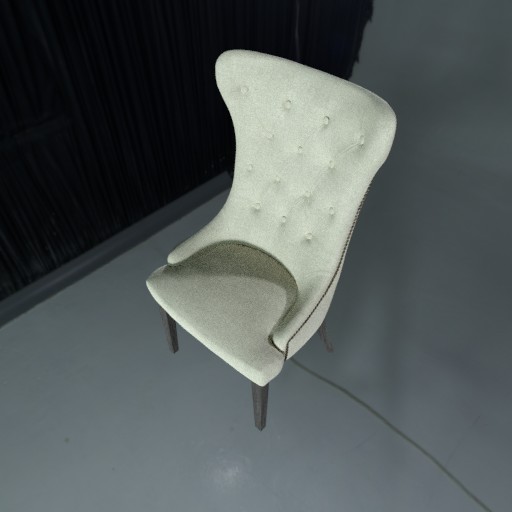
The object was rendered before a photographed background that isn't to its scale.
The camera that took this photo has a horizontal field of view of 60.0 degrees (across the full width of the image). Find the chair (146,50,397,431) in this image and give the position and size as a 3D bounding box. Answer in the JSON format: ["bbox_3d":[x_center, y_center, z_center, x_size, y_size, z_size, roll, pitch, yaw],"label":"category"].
[{"bbox_3d":[0.000,0.000,1.441,0.584,1.065,0.590,33,55,27],"label":"chair"}]
